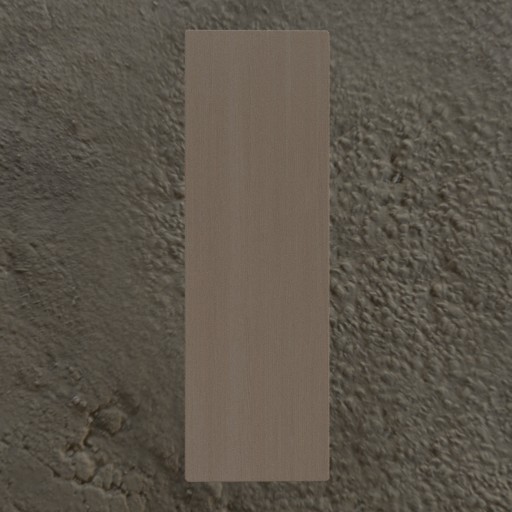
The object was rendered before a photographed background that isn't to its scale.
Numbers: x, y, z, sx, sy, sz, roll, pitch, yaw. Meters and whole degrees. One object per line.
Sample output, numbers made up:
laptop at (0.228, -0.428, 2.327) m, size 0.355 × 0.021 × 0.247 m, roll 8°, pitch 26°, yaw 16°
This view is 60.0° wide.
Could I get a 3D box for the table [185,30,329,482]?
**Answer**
table at (0.000, 0.000, 1.746) m, size 0.447 × 0.750 × 1.397 m, roll 0°, pitch 90°, yaw -1°
